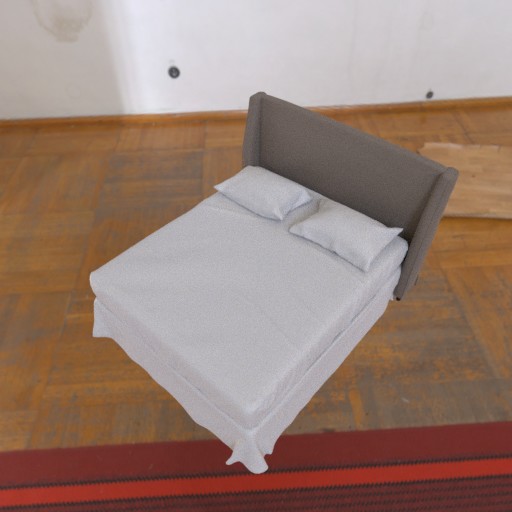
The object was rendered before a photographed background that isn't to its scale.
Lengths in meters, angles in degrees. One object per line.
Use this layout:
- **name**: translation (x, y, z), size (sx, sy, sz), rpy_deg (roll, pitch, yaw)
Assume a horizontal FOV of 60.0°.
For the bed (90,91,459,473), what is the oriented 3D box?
- **bed**: translation (0.000, 0.000, 3.463), size (1.925, 1.332, 2.276), rpy_deg (32, 54, 28)
